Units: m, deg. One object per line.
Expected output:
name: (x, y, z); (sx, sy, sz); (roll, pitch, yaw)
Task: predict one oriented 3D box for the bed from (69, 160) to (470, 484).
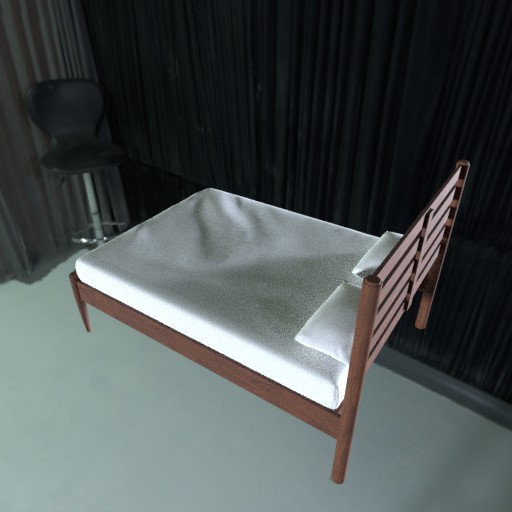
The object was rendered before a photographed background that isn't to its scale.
bed: (0.000, 0.000, 2.973); (2.093, 1.304, 1.509); (20, 38, 28)
